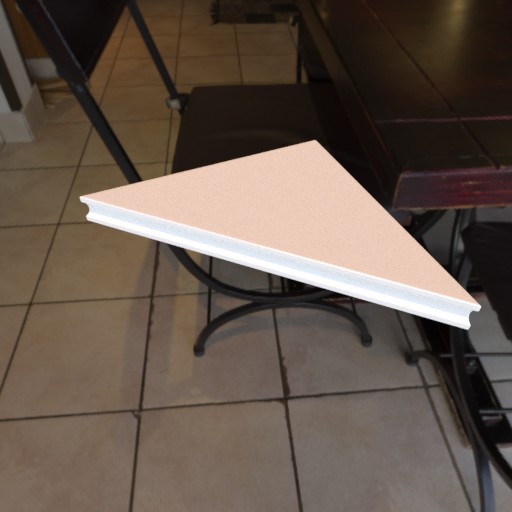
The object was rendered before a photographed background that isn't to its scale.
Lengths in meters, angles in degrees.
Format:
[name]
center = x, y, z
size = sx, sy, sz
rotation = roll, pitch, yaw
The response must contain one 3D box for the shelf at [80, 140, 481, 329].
[shelf]
center = 0.000, 0.000, 0.445
size = 0.296, 0.035, 0.296
rotation = -17, 47, -16
